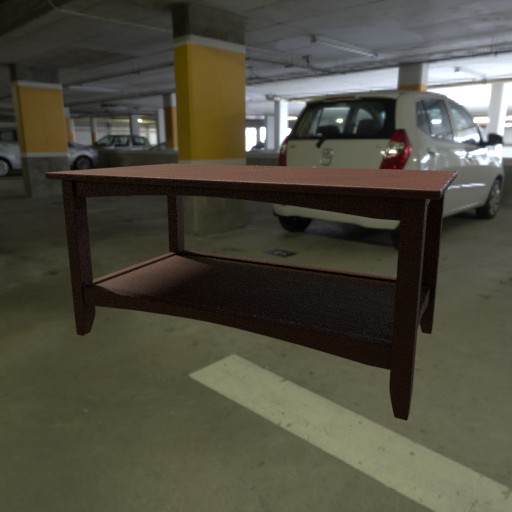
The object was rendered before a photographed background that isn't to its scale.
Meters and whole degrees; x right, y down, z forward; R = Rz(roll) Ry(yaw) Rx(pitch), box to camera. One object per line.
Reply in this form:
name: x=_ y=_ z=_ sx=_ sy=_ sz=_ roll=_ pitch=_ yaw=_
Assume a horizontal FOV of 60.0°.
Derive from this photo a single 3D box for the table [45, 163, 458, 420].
table: x=0.000 y=0.000 z=1.218 sx=0.943 sy=0.456 sz=0.533 roll=7 pitch=16 yaw=26
